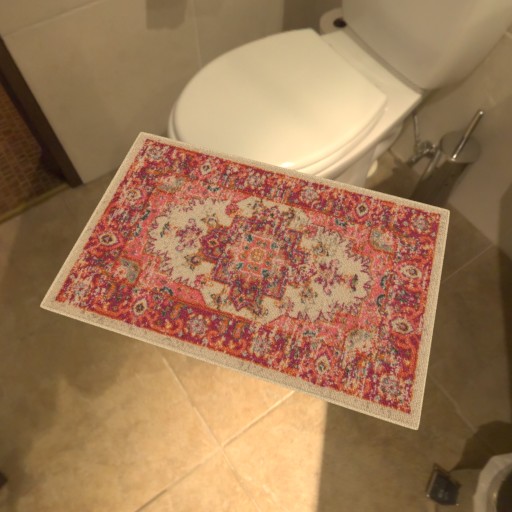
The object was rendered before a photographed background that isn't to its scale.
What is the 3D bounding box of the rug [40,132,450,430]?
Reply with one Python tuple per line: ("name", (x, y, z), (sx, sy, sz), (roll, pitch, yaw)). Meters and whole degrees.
("rug", (0.000, 0.000, 1.077), (0.868, 0.004, 0.556), (16, 64, 8))
